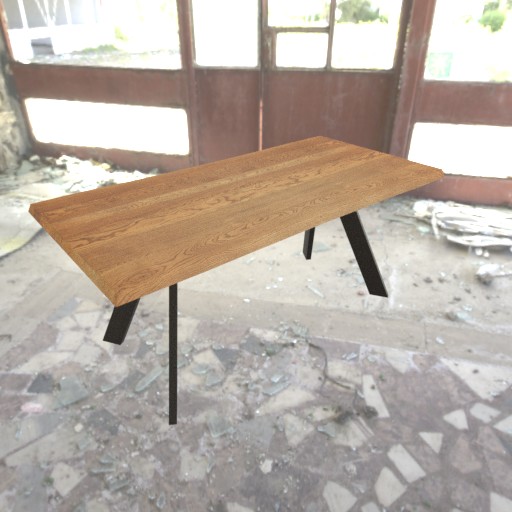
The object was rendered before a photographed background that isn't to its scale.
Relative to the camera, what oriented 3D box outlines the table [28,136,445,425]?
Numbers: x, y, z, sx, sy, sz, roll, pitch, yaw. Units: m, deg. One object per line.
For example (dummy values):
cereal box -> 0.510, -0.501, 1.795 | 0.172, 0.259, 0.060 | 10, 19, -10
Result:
table -> 0.000, 0.000, 2.272 | 1.800, 0.770, 0.900 | -22, 36, -33
